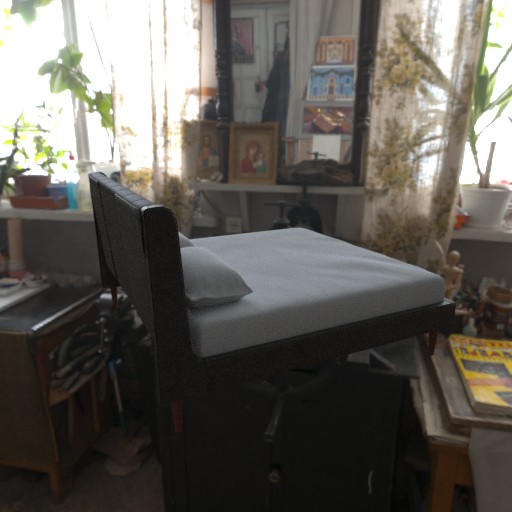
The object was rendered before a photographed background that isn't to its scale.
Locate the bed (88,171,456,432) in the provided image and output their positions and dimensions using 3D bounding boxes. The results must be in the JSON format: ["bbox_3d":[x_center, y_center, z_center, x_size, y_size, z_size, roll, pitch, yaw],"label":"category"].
[{"bbox_3d":[0.000,0.000,3.258,2.031,1.158,1.903,-8,18,-26],"label":"bed"}]
